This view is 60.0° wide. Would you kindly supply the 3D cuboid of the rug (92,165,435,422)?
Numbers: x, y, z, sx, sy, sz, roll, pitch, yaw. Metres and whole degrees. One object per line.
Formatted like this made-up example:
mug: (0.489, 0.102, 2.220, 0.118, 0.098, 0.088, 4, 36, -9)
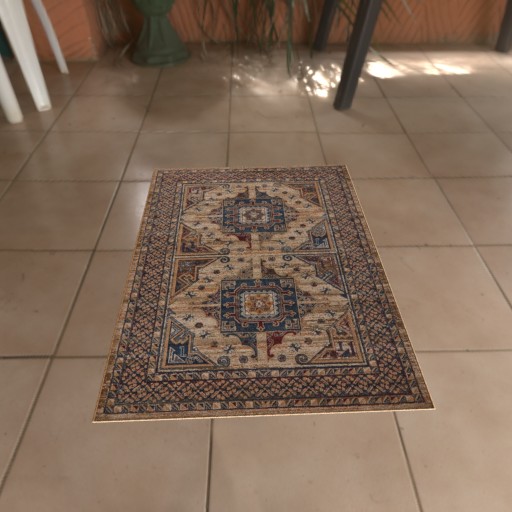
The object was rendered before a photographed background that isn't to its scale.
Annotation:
rug: (0.000, 0.000, 2.897, 1.611, 0.008, 2.227, -2, 42, -2)
